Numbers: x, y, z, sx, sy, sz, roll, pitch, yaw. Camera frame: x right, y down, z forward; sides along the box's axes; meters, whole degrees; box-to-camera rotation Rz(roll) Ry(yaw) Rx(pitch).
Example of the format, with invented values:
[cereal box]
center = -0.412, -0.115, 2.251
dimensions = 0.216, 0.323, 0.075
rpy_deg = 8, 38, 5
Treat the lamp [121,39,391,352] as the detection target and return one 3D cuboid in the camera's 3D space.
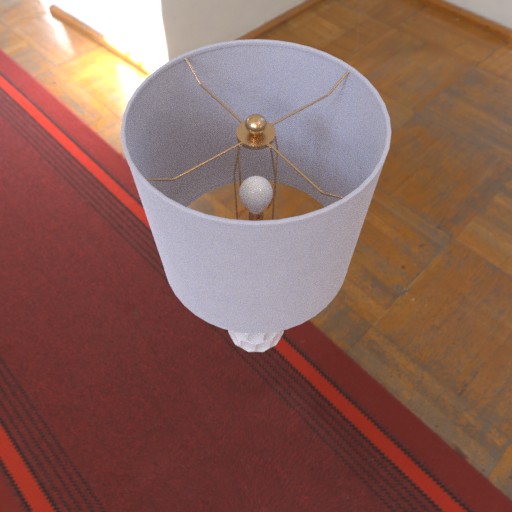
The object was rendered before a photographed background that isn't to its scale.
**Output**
[lamp]
center = 0.000, 0.000, 0.684
dimensions = 0.277, 0.537, 0.277
rpy_deg = 1, 58, 0
